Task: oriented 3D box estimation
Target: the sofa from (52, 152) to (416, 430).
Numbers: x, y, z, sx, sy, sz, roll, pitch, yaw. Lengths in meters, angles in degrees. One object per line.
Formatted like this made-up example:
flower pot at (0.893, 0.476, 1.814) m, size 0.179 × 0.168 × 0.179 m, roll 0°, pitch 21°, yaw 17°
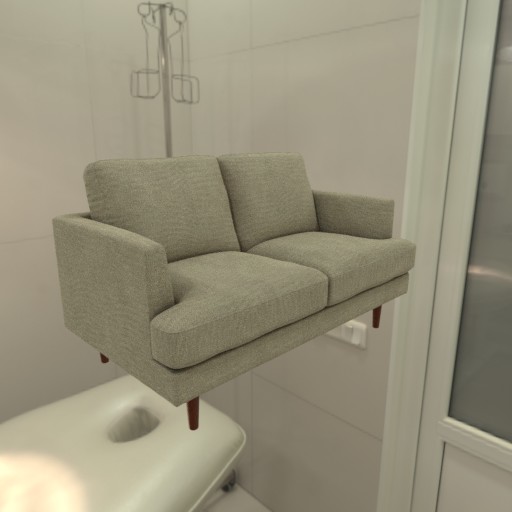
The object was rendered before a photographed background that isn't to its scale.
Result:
sofa at (0.000, 0.000, 2.139) m, size 1.582 × 0.944 × 0.903 m, roll -14°, pitch 21°, yaw -43°
